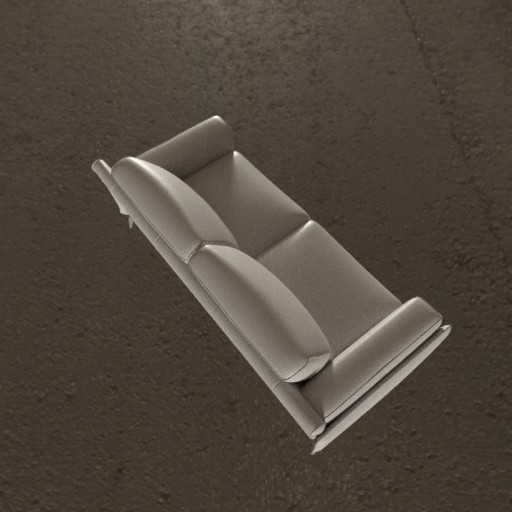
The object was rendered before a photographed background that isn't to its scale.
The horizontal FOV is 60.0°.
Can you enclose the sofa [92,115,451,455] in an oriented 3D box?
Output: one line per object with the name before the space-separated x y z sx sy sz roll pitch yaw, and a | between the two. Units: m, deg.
sofa | 0.000 0.000 2.664 1.049 0.930 2.101 -34 64 -19
